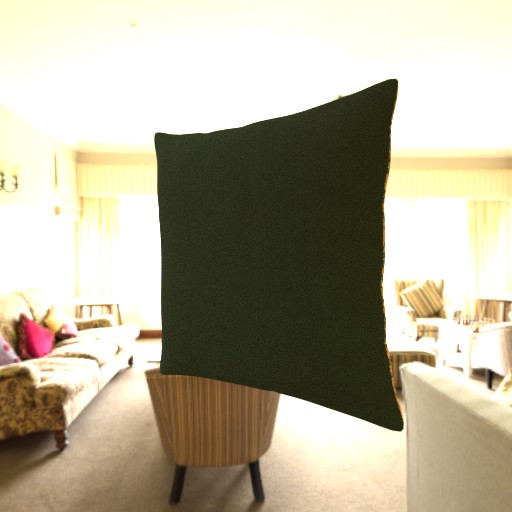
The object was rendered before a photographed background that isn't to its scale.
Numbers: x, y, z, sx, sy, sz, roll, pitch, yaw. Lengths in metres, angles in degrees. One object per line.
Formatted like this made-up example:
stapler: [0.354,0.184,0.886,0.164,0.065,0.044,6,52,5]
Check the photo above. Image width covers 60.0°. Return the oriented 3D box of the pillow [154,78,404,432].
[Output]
pillow: [0.000,0.000,0.784,0.523,0.510,0.166,1,2,37]
